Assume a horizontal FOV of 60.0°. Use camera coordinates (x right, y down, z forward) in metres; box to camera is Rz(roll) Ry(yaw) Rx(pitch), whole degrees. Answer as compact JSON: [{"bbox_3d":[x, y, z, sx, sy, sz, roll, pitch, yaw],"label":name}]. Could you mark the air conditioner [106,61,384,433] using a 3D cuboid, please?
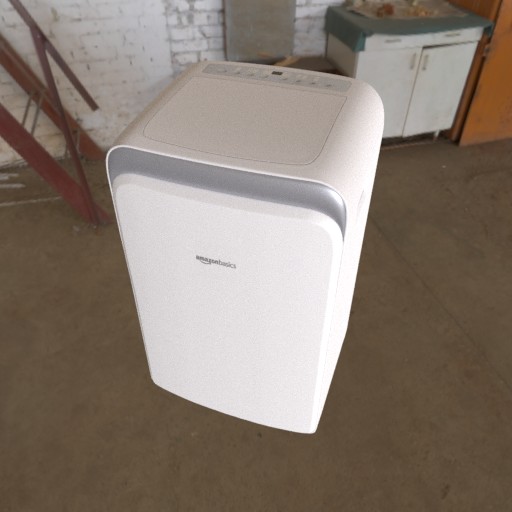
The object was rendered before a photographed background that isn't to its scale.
[{"bbox_3d":[0.000,0.000,1.049,0.478,0.765,0.467,13,44,14],"label":"air conditioner"}]
